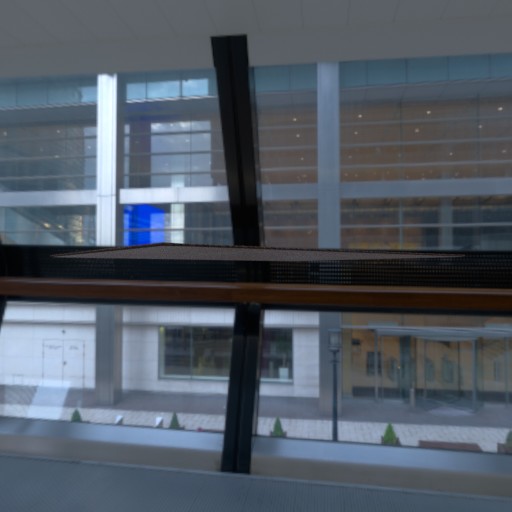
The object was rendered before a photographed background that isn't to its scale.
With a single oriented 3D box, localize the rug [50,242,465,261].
[{"bbox_3d":[0.000,0.000,4.122,3.032,0.020,2.411,1,-2,-37],"label":"rug"}]
